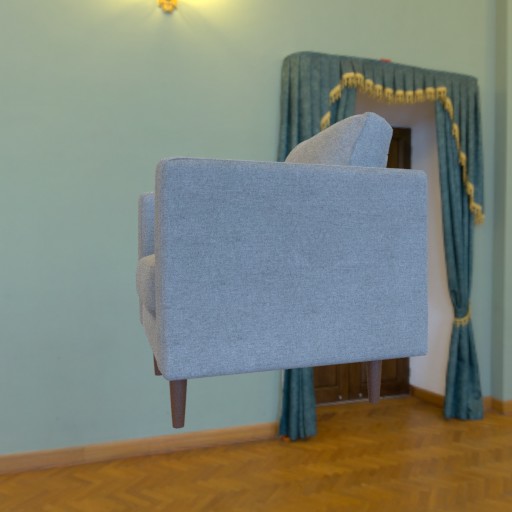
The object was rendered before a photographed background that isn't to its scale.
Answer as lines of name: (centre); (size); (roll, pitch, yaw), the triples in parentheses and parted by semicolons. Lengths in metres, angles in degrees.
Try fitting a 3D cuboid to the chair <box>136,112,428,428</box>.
chair: (0.000, 0.000, 1.558); (0.800, 0.927, 0.855); (0, 1, -18)
